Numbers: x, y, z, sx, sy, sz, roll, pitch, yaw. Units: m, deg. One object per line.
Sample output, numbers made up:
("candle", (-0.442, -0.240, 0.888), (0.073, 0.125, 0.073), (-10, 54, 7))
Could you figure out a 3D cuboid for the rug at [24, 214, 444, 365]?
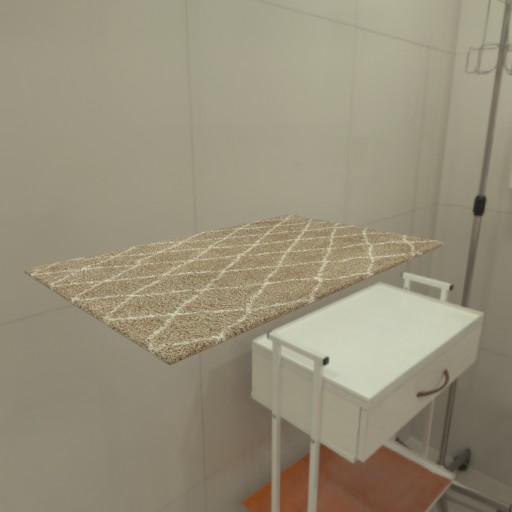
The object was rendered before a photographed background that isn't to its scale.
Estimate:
("rug", (0.000, 0.000, 2.975), (1.524, 0.030, 2.438), (16, 23, 43))
